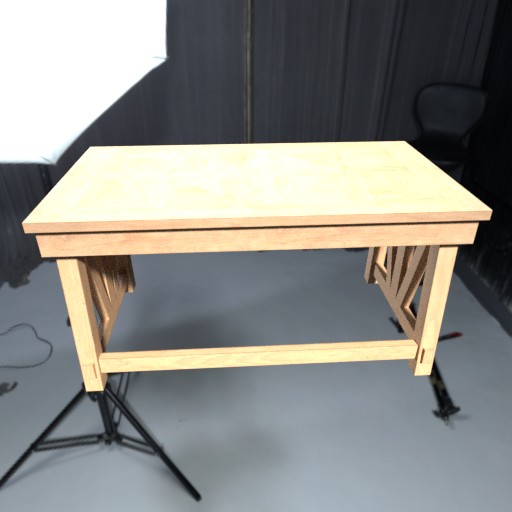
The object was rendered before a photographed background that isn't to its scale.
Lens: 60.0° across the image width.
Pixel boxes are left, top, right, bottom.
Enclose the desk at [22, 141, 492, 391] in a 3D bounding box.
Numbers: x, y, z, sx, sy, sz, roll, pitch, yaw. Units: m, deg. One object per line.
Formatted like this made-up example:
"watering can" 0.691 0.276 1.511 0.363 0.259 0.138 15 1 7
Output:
"desk" 0.000 0.000 1.950 1.499 0.762 0.813 -2 30 -3
